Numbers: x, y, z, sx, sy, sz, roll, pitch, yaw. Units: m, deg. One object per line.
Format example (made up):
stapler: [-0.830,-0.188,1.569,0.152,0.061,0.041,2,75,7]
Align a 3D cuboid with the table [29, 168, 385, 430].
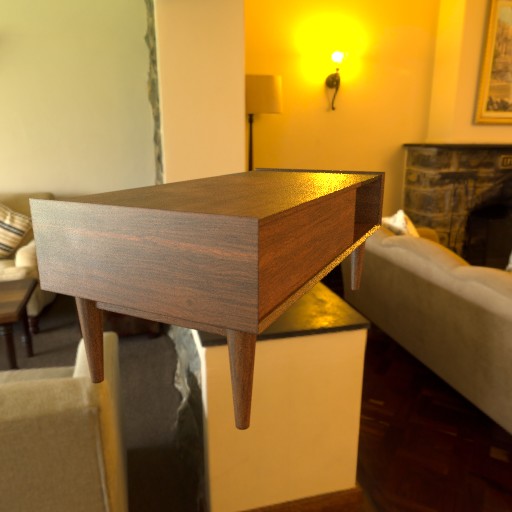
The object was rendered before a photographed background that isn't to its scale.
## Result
table: [0.000,0.000,1.524,0.610,0.508,1.221,7,17,25]
